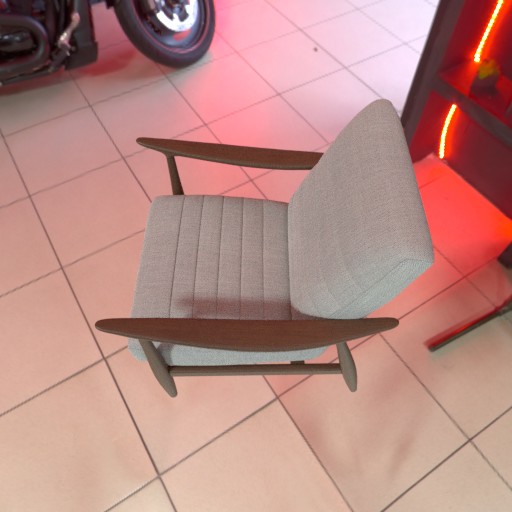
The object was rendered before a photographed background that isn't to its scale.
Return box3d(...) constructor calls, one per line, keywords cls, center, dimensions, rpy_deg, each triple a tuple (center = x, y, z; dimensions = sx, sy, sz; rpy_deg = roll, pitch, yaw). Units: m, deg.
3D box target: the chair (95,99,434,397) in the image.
box3d(cls="chair", center=(0.000, 0.000, 1.436), dimensions=(0.798, 0.832, 0.741), rpy_deg=(0, 57, 0))
